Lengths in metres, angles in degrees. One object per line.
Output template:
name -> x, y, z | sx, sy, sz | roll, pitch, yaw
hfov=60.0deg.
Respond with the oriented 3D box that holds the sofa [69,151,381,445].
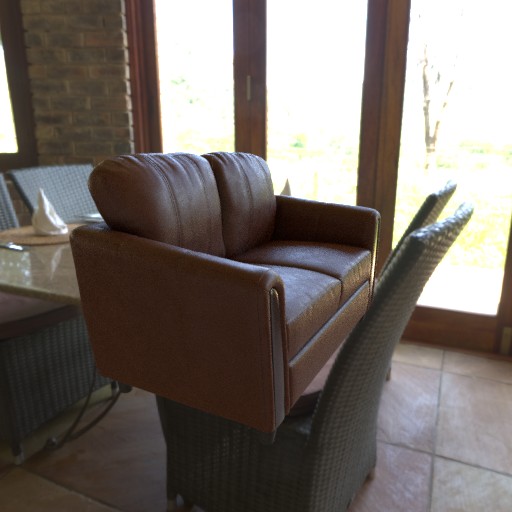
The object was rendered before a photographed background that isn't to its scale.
sofa -> 0.000, 0.000, 1.981 | 0.805, 0.906, 1.406 | 7, 16, 27
